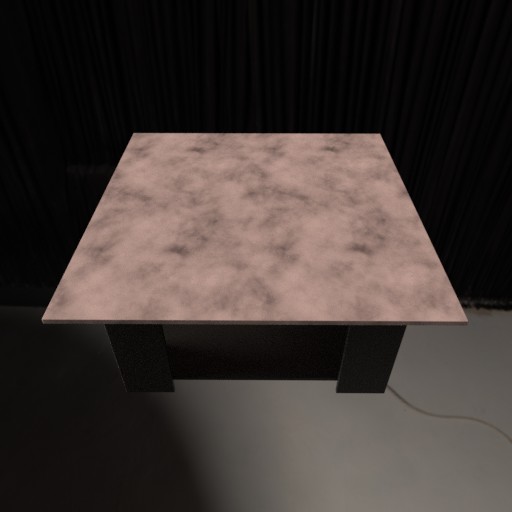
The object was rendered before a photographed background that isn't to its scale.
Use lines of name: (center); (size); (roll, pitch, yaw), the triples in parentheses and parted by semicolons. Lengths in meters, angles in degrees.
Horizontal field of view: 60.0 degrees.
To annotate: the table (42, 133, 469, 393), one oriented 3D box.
table: (0.000, 0.000, 1.048); (0.670, 0.305, 0.670); (0, 40, 0)
